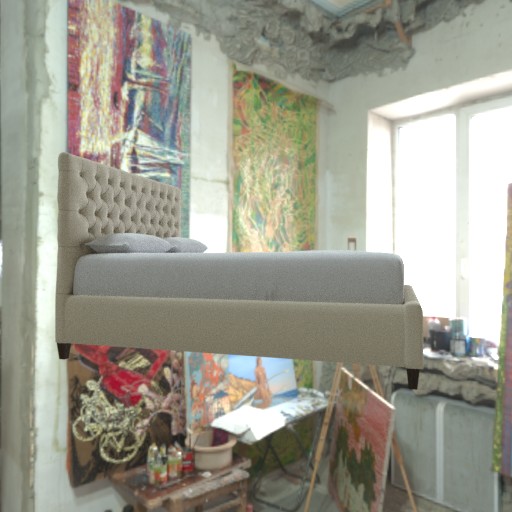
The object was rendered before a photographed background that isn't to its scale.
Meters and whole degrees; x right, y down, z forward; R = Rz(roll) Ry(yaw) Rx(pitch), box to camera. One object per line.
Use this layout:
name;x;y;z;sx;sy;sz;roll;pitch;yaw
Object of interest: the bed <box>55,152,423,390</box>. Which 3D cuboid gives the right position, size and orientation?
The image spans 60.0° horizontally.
bed;0.000;0.000;3.483;2.387;1.427;1.698;0;0;18
